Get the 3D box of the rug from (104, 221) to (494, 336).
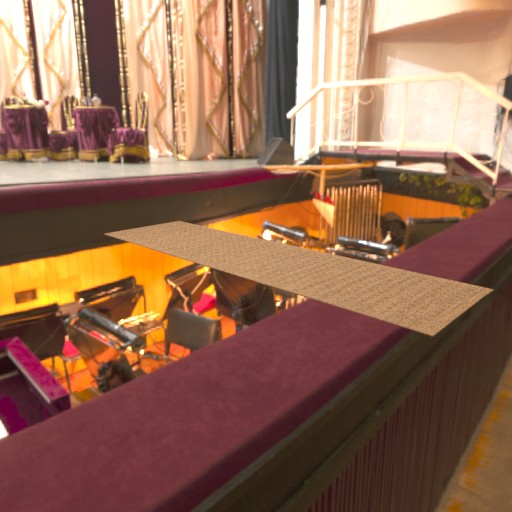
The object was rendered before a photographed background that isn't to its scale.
[{"bbox_3d":[0.000,0.000,2.658,2.437,0.005,0.688,14,21,42],"label":"rug"}]
